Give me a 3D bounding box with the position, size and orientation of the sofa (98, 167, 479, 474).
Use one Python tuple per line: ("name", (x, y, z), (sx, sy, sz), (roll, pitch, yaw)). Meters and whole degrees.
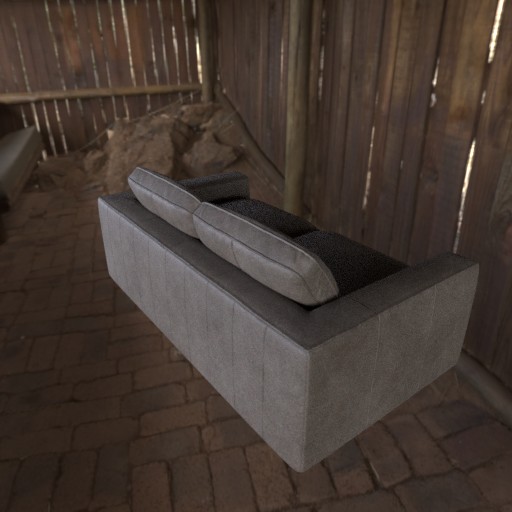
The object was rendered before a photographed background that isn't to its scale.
("sofa", (0.000, 0.000, 2.400), (1.070, 0.800, 1.920), (-18, 31, -33))
